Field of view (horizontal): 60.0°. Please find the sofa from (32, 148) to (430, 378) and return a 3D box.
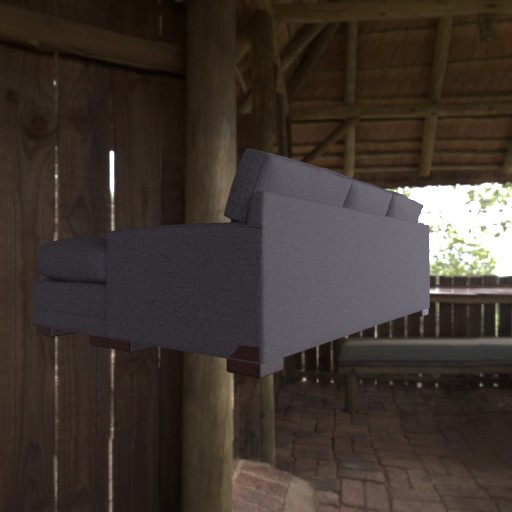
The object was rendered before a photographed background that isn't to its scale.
[{"bbox_3d":[0.000,0.000,3.173,1.790,0.973,2.370,0,0,36],"label":"sofa"}]
